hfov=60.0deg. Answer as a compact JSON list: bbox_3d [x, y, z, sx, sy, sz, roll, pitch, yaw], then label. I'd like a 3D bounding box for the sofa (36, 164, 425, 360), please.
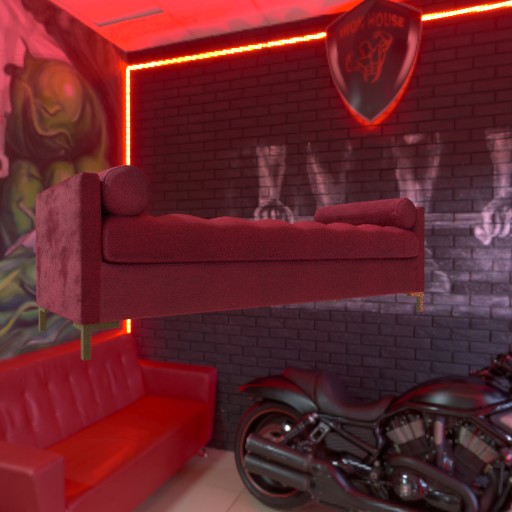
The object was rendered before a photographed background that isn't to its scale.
[{"bbox_3d":[0.000,0.000,2.445,2.102,0.705,0.796,-1,1,-37],"label":"sofa"}]
